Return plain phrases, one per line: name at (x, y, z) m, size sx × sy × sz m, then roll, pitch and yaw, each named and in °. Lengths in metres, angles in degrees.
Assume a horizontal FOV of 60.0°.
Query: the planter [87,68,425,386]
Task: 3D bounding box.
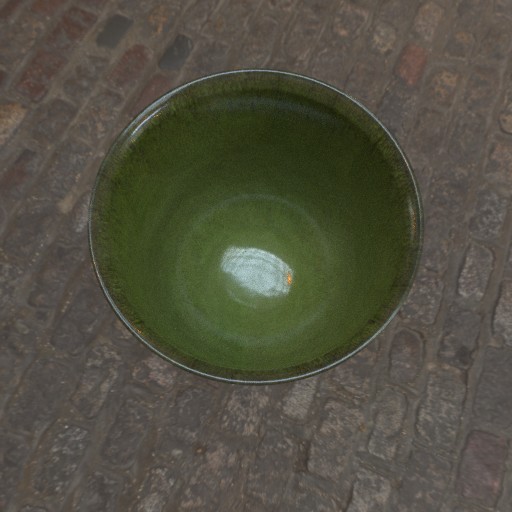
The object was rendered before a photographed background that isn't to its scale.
planter at (0.000, 0.000, 0.479) m, size 0.266 × 0.270 × 0.266 m, roll 0°, pitch 74°, yaw 0°
